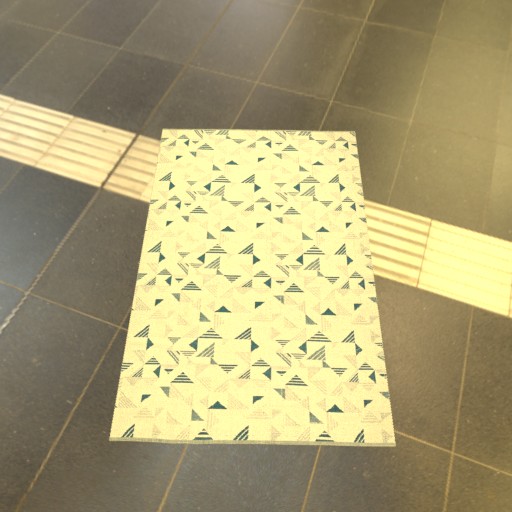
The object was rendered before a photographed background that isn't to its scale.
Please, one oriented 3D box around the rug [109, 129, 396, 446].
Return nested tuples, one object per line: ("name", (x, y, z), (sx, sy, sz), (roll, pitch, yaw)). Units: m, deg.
("rug", (0.000, 0.000, 2.320), (1.206, 0.003, 1.835), (1, 60, 1))
